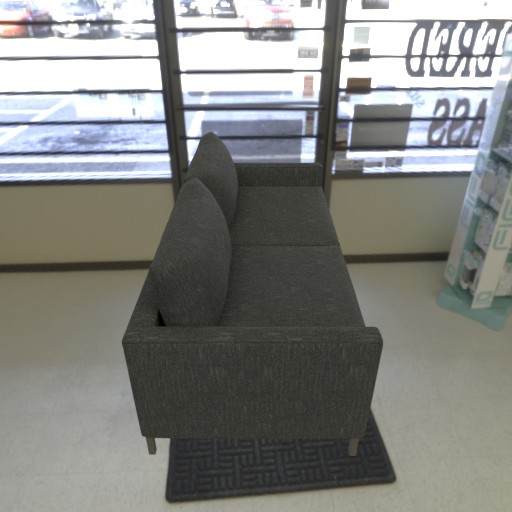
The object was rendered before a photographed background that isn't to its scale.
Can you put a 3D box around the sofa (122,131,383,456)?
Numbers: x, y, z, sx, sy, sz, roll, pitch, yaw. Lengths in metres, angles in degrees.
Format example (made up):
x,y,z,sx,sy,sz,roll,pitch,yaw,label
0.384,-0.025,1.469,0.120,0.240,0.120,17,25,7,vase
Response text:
x,y,z,sx,sy,sz,roll,pitch,yaw,label
0.000,0.000,2.232,0.866,0.862,1.716,0,31,0,sofa
